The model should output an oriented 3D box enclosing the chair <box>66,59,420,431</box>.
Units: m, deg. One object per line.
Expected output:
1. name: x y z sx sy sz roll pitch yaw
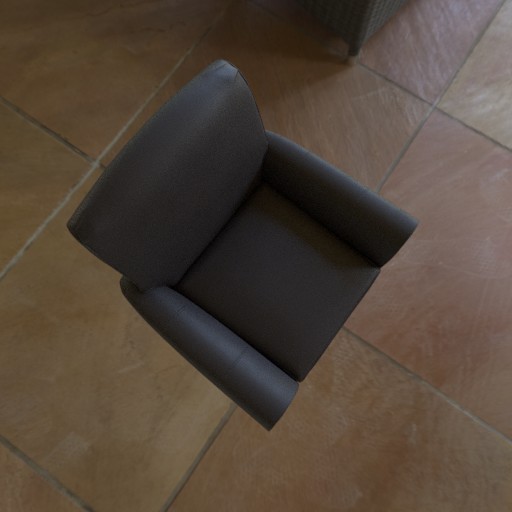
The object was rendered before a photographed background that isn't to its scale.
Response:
1. chair: 0.000 0.000 1.774 0.902 1.061 0.978 37 79 8
